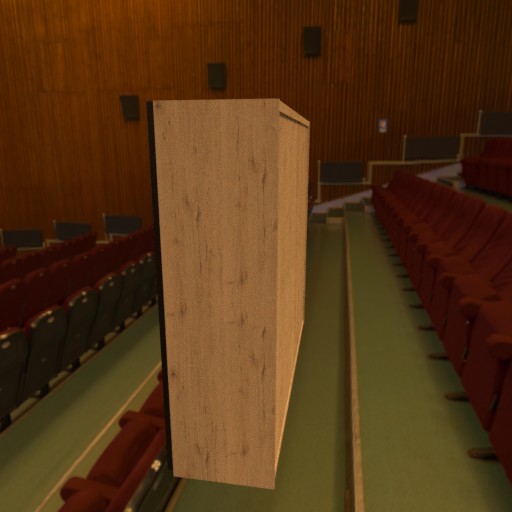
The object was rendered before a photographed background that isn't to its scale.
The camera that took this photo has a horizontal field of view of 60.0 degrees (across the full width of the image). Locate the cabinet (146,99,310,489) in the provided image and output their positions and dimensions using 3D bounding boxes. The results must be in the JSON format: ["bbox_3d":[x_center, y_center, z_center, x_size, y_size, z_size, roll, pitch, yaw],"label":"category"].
[{"bbox_3d":[0.000,0.000,3.588,0.660,2.180,2.500,3,15,10],"label":"cabinet"}]
